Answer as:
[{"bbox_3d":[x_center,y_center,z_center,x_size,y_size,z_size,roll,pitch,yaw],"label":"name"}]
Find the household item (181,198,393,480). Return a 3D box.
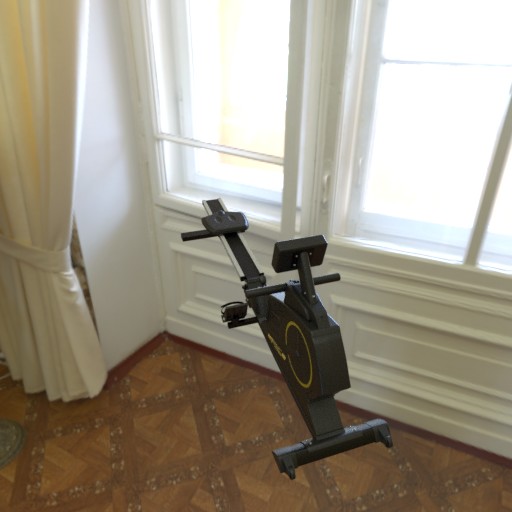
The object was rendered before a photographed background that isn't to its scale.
[{"bbox_3d":[0.000,0.000,2.564,0.521,0.810,2.251,-10,31,-16],"label":"household item"}]
